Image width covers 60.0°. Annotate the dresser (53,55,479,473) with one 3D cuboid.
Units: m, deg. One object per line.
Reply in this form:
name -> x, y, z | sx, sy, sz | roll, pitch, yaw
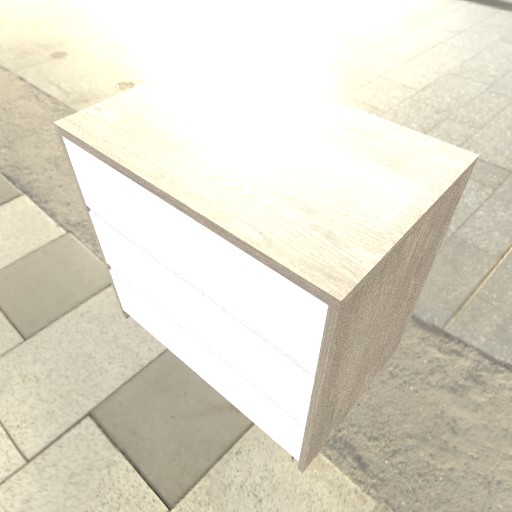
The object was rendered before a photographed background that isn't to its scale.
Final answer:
dresser -> 0.000, 0.000, 1.270 | 0.809, 0.762, 0.529 | 32, 54, 27
